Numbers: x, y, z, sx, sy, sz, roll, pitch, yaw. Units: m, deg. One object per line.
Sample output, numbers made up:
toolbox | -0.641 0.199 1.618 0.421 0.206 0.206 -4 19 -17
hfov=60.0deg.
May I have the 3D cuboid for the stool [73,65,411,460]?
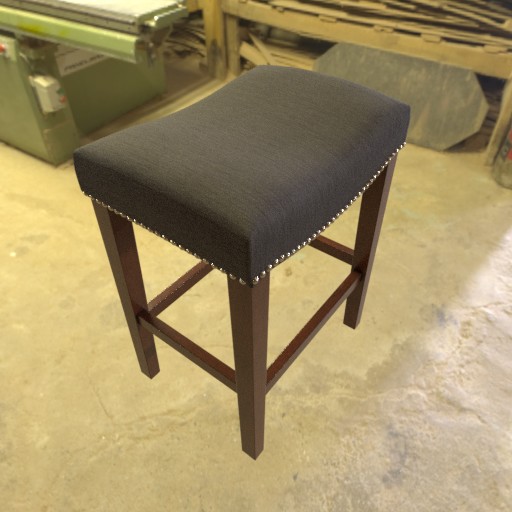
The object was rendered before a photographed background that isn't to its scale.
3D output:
stool | 0.000 0.000 0.961 0.372 0.654 0.504 27 49 27
